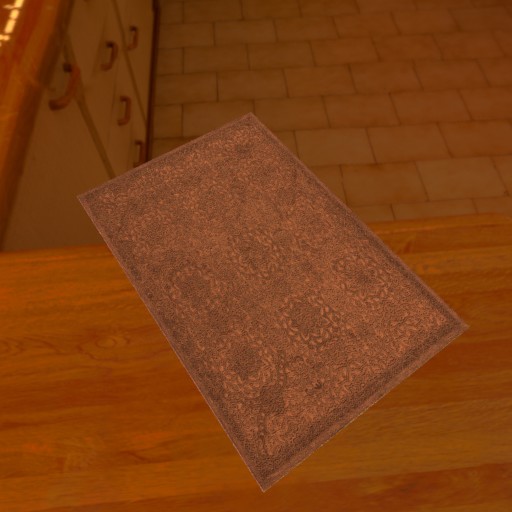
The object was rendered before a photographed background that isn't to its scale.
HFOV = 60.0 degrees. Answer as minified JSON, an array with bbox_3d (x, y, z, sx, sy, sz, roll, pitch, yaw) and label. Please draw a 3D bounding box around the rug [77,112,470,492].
[{"bbox_3d":[0.000,0.000,2.317,1.208,0.012,1.819,-31,64,-17],"label":"rug"}]
